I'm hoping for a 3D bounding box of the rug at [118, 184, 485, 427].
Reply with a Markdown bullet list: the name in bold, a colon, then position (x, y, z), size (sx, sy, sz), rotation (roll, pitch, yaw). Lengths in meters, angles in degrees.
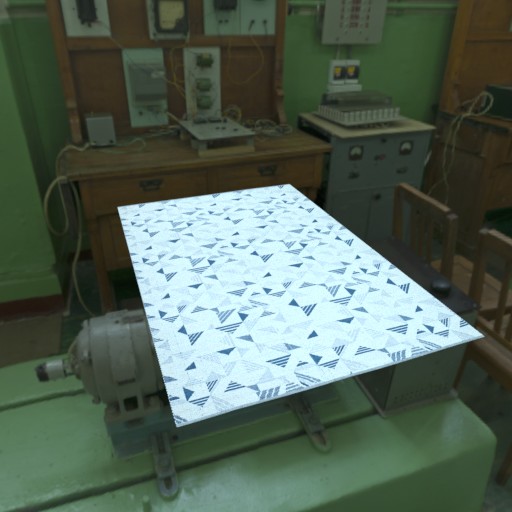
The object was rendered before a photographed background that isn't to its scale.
- **rug**: position (0.000, 0.000, 2.277), size (1.206, 0.003, 1.835), rotation (-10, 31, -18)
